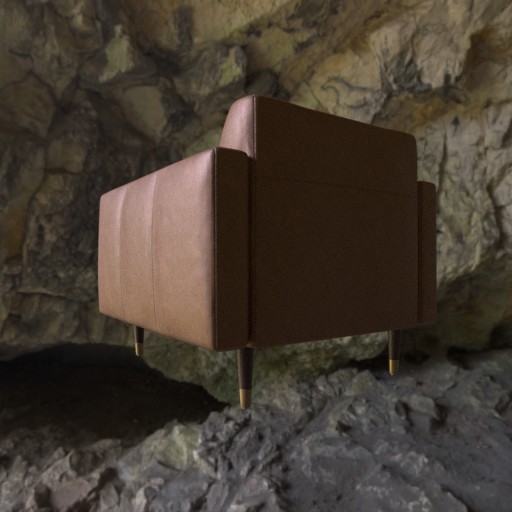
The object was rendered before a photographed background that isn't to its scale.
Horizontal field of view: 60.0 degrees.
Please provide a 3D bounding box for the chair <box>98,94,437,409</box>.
[{"bbox_3d":[0.000,0.000,1.680,0.953,0.819,0.998,0,-1,-35],"label":"chair"}]
